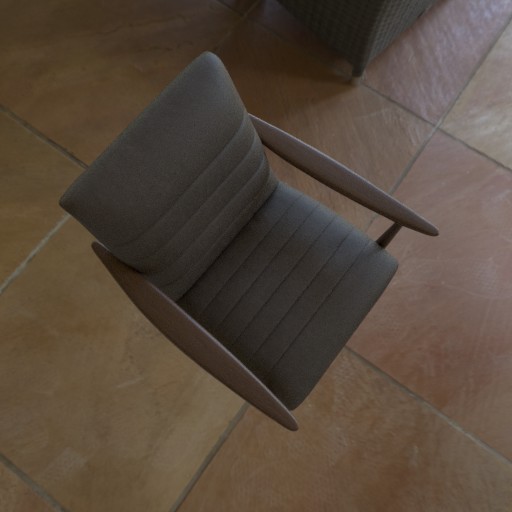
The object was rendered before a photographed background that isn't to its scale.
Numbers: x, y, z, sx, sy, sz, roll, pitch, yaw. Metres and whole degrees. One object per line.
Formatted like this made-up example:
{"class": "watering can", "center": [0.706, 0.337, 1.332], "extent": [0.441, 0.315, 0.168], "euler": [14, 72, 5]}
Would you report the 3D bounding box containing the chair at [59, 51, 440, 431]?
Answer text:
{"class": "chair", "center": [0.000, 0.000, 1.430], "extent": [0.798, 0.831, 0.741], "euler": [38, 77, 10]}
